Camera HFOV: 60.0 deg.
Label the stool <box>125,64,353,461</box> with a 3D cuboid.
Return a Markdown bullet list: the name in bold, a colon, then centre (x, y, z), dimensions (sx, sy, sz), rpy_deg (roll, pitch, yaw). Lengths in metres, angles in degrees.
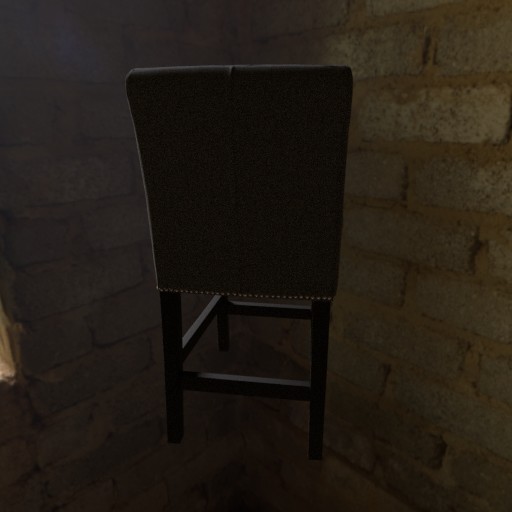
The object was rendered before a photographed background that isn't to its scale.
- **stool**: centre (0.000, 0.000, 1.176), dimensions (0.427, 0.885, 0.571), rpy_deg (3, 18, 8)
